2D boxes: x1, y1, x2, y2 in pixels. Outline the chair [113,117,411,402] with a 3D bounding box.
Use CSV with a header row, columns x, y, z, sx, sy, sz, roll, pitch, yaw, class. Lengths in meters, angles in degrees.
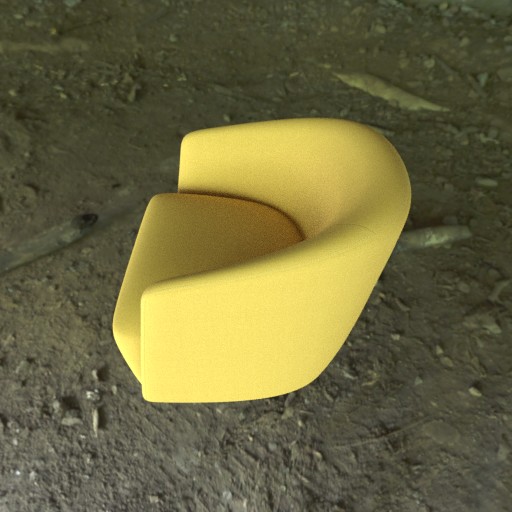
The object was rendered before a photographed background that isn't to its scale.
x,y,z,sx,sy,sz,roll,pitch,yaw,class
0.000,0.000,1.361,0.767,0.698,0.773,0,40,0,chair
